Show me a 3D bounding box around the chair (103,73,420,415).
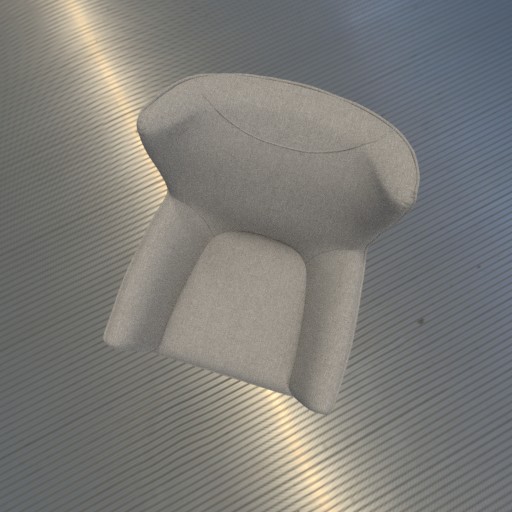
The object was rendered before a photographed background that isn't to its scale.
[{"bbox_3d":[0.000,0.000,1.577,0.781,0.933,0.888,16,76,4],"label":"chair"}]
